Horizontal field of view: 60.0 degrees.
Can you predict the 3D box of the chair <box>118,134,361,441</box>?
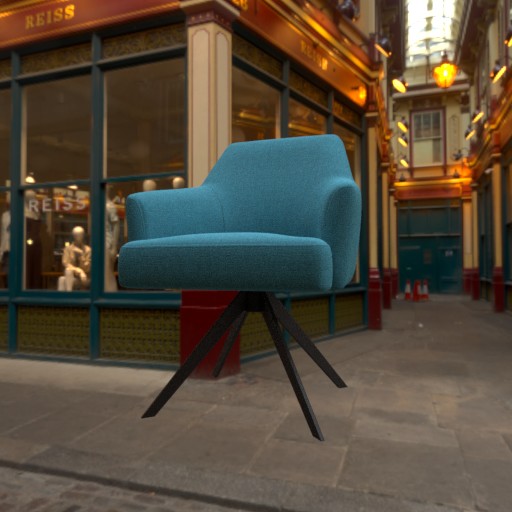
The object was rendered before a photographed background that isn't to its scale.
[{"bbox_3d":[0.000,0.000,1.349,0.642,0.874,0.677,0,-1,18],"label":"chair"}]
